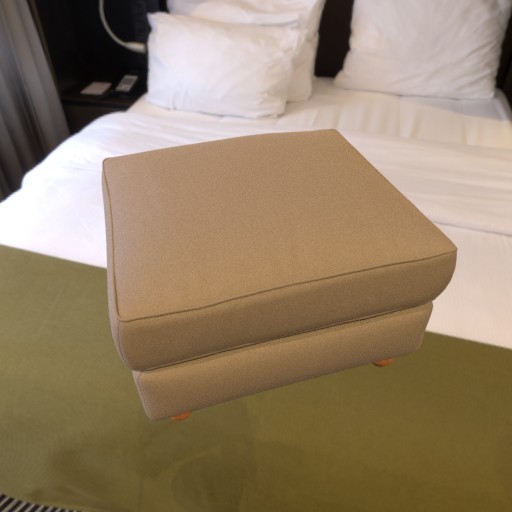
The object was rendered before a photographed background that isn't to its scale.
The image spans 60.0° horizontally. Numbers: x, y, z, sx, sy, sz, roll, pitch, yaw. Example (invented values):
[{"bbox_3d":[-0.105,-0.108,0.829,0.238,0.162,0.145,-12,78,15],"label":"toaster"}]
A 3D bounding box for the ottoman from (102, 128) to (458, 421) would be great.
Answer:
[{"bbox_3d":[0.000,0.000,1.177,0.721,0.505,0.662,-11,41,-13],"label":"ottoman"}]
